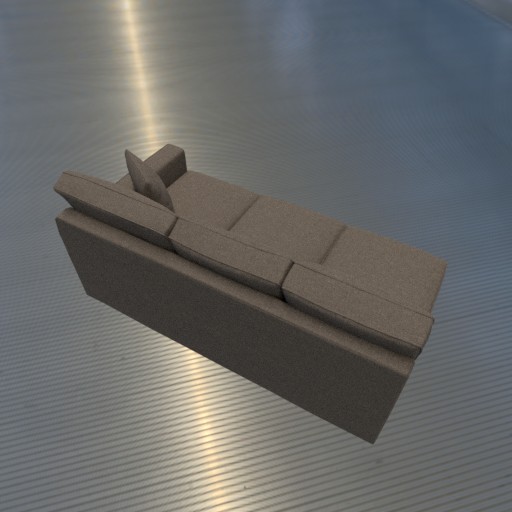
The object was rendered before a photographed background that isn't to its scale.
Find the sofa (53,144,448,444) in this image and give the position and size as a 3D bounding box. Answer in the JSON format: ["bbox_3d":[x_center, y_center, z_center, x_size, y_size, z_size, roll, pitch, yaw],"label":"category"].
[{"bbox_3d":[0.000,0.000,2.533,1.963,0.946,1.034,22,50,20],"label":"sofa"}]
